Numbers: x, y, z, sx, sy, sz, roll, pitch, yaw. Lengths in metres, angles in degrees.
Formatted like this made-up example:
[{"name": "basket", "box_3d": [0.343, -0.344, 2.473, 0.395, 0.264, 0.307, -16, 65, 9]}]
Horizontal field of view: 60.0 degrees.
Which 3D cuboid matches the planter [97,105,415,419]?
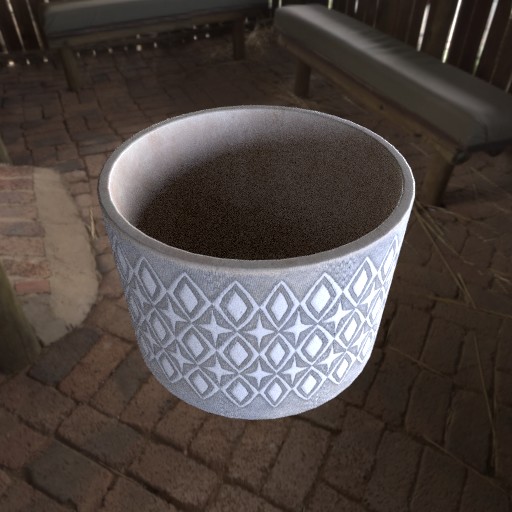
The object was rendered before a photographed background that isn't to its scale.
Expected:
[{"name": "planter", "box_3d": [0.000, 0.000, 0.277, 0.164, 0.127, 0.164, 0, 41, 0]}]
